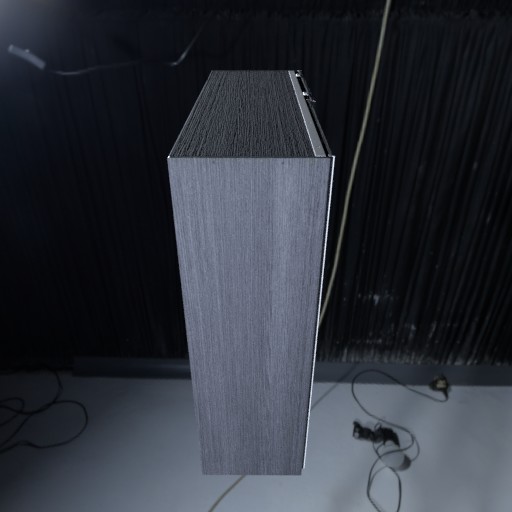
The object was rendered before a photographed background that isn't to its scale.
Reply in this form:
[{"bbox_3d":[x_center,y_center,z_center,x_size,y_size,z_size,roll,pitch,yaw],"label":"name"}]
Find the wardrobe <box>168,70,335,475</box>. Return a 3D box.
[{"bbox_3d":[0.000,0.000,2.867,0.629,1.960,1.780,0,32,0],"label":"wardrobe"}]
